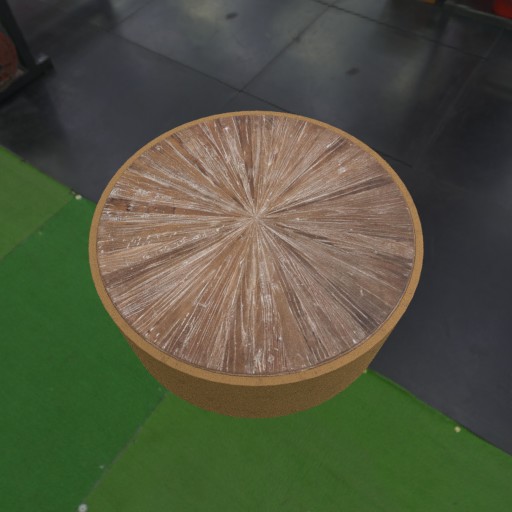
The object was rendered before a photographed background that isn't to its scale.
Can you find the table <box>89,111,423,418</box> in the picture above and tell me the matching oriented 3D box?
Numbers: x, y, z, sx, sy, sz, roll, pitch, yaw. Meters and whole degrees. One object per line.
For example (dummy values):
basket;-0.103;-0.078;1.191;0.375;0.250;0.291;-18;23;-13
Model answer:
table;0.000;0.000;1.519;1.001;0.409;1.001;0;58;0
